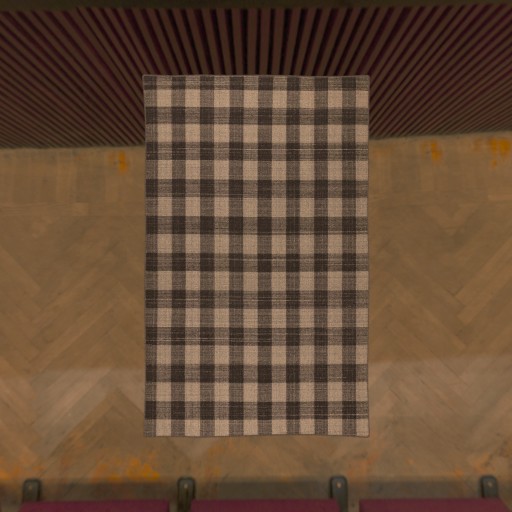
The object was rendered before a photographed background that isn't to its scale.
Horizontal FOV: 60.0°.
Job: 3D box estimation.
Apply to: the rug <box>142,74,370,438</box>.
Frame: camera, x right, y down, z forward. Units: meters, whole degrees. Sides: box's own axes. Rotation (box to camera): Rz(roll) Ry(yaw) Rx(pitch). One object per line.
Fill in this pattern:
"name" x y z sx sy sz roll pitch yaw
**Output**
"rug" 0.000 0.000 3.024 1.554 0.011 2.476 0 90 0
